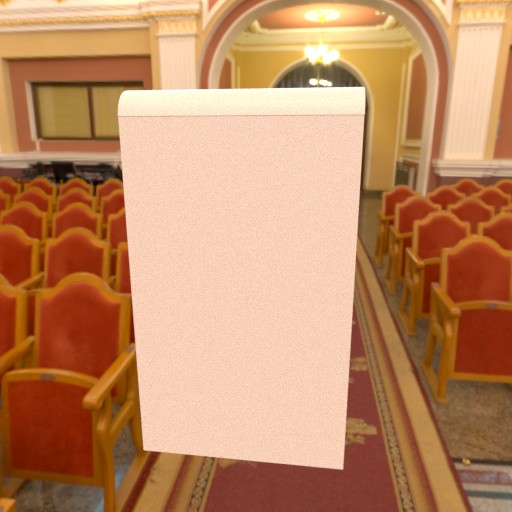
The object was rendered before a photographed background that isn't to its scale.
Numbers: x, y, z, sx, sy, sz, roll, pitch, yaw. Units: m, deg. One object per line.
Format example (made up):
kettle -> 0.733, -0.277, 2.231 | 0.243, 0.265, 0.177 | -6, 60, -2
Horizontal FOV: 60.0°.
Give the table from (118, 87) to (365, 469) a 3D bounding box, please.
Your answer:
table -> 0.000, 0.000, 0.884 | 0.350, 0.590, 0.450 | 2, 15, 8
